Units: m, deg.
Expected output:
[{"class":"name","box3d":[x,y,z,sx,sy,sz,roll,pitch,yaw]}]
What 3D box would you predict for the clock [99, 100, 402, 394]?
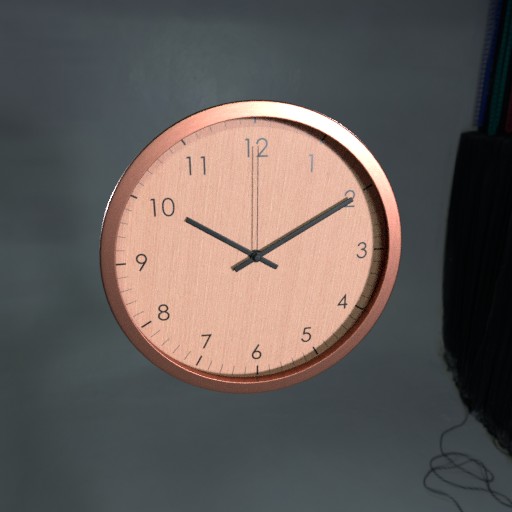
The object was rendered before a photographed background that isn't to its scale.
[{"class":"clock","box3d":[0.000,0.000,0.473,0.313,0.313,0.040,-3,18,-9]}]
